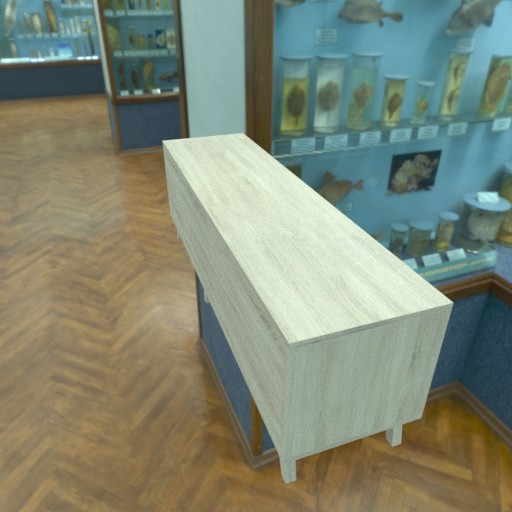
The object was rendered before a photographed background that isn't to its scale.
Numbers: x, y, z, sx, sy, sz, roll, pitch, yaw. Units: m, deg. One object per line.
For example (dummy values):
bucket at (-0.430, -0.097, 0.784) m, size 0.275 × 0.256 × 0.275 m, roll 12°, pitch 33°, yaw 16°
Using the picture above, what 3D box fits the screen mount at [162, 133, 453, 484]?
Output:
screen mount at (0.000, 0.000, 1.669) m, size 0.400 × 0.510 × 1.500 m, roll -10°, pitch 32°, yaw -17°
